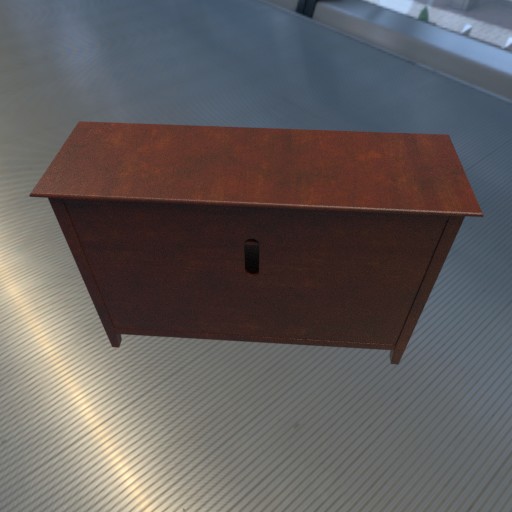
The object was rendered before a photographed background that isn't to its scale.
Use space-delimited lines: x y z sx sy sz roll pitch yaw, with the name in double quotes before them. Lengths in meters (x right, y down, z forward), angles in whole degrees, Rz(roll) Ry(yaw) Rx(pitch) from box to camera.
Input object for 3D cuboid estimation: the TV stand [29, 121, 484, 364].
"TV stand" 0.000 0.000 1.813 1.372 0.915 0.445 3 46 3
